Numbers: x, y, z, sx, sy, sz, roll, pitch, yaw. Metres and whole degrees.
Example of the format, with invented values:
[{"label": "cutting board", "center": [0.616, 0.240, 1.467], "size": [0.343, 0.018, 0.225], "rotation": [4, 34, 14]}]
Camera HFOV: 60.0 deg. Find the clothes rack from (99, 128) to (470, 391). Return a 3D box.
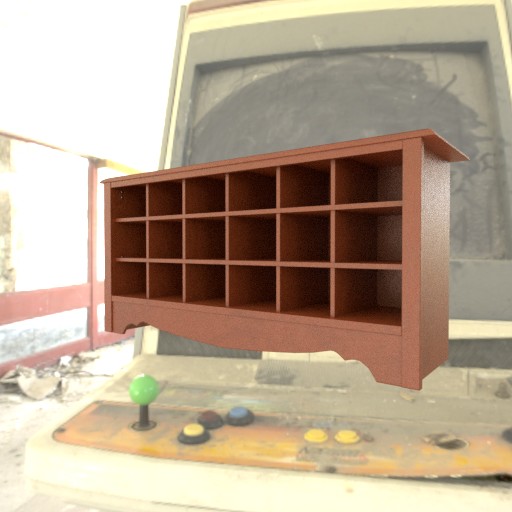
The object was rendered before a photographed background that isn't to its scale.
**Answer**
[{"label": "clothes rack", "center": [0.000, 0.000, 1.499], "size": [1.251, 0.594, 0.362], "rotation": [1, 1, 37]}]
